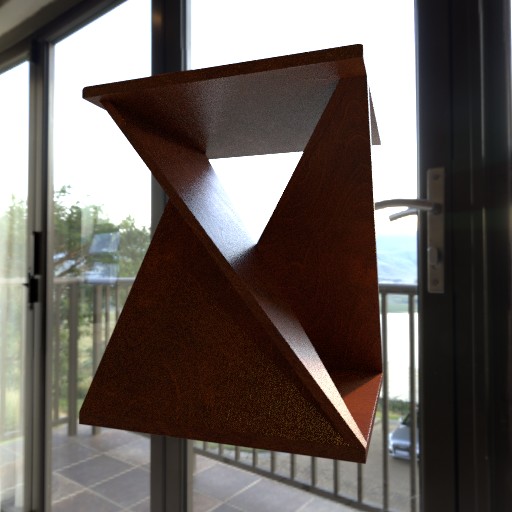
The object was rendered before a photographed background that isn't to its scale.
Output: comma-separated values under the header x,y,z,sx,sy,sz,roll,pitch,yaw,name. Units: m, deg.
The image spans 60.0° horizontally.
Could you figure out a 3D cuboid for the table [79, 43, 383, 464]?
x,y,z,sx,sy,sz,roll,pitch,yaw,name
0.000,0.000,0.817,0.427,0.520,0.427,0,-1,19,table
